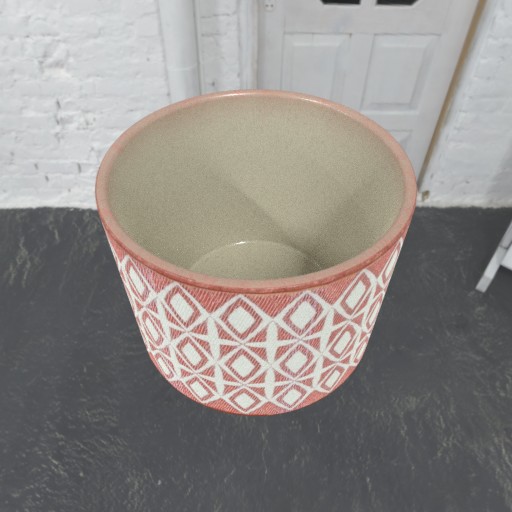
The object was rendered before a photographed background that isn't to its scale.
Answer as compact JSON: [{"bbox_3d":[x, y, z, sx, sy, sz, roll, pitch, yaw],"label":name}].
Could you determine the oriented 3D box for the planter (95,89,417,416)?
[{"bbox_3d":[0.000,0.000,0.472,0.273,0.237,0.273,0,48,0],"label":"planter"}]
